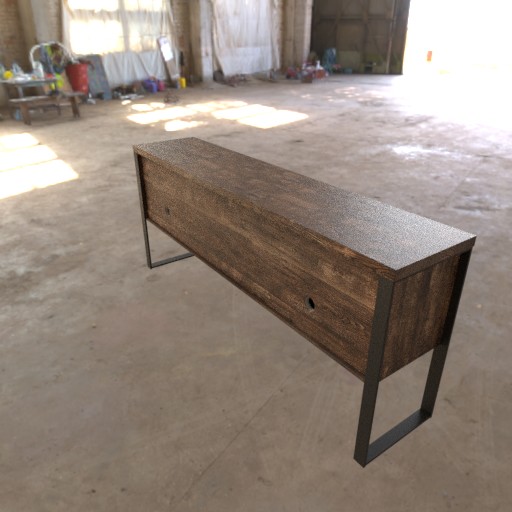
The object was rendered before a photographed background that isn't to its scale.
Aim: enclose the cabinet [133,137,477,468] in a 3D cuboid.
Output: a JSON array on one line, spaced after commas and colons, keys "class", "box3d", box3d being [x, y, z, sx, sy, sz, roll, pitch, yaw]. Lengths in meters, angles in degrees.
[{"class": "cabinet", "box3d": [0.000, 0.000, 2.083, 0.395, 0.762, 1.800, -18, 32, -32]}]
